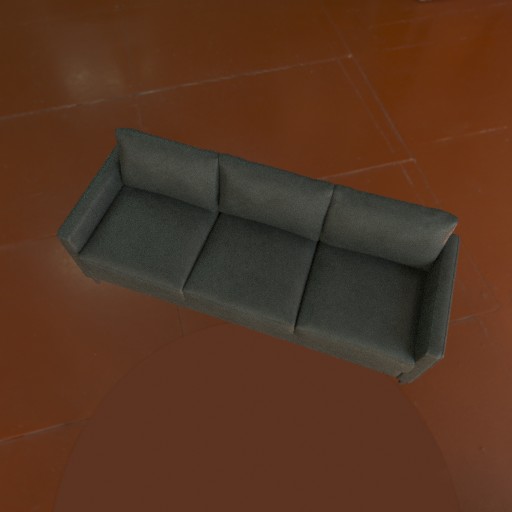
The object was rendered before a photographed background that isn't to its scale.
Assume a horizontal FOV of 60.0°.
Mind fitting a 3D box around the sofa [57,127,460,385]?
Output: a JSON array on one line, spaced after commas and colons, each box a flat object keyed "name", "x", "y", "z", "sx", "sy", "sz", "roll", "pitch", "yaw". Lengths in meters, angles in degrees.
[{"name": "sofa", "x": 0.000, "y": 0.000, "z": 2.445, "sx": 2.029, "sy": 0.805, "sz": 0.748, "roll": 17, "pitch": 61, "yaw": 9}]
